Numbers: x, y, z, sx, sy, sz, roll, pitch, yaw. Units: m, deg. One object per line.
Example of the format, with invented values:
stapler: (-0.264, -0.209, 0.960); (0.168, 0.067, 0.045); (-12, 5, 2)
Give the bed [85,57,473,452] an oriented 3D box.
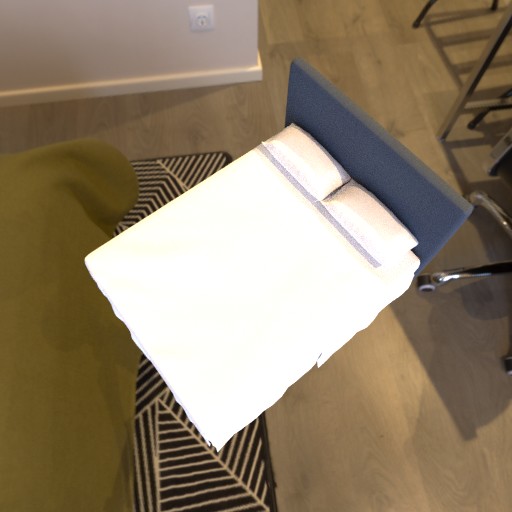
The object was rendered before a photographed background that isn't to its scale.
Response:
bed: (0.000, 0.000, 3.269); (2.162, 1.330, 1.713); (-36, 70, -15)
